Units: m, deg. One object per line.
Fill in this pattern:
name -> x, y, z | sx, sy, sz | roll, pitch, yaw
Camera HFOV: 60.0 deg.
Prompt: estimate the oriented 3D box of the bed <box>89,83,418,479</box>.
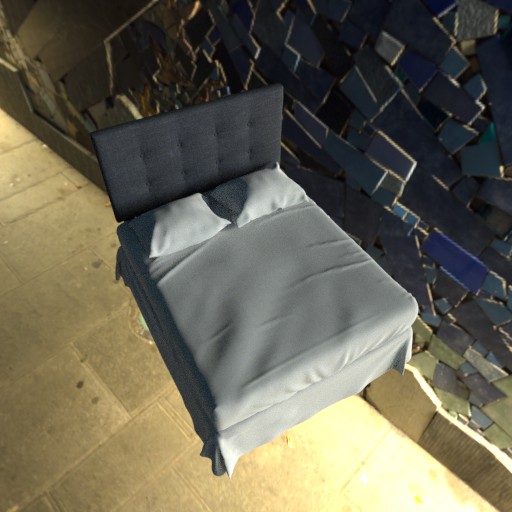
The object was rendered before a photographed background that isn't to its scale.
bed -> 0.000, 0.000, 3.433 | 1.936, 1.577, 2.222 | -22, 50, -20
